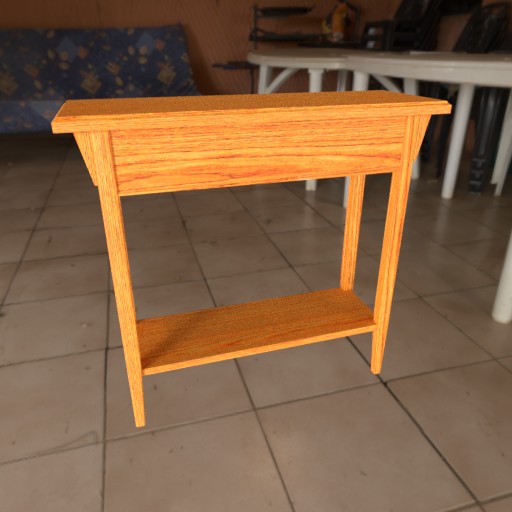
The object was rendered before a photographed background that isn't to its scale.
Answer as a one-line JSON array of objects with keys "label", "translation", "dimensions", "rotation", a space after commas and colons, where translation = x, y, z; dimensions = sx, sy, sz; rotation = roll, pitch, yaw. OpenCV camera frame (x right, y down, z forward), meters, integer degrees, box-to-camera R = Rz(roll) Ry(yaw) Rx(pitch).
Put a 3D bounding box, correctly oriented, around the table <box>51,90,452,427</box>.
[{"label": "table", "translation": [0.000, 0.000, 1.068], "dimensions": [0.762, 0.711, 0.254], "rotation": [-8, 27, -15]}]
